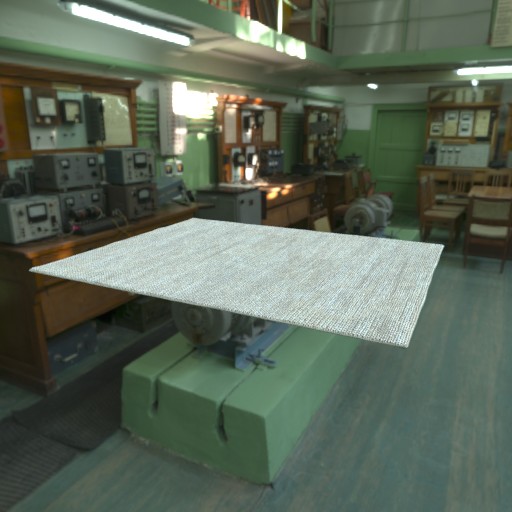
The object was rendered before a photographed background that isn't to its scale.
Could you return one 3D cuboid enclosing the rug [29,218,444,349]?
[{"bbox_3d":[0.000,0.000,4.097,3.052,0.030,2.429,8,18,25],"label":"rug"}]
